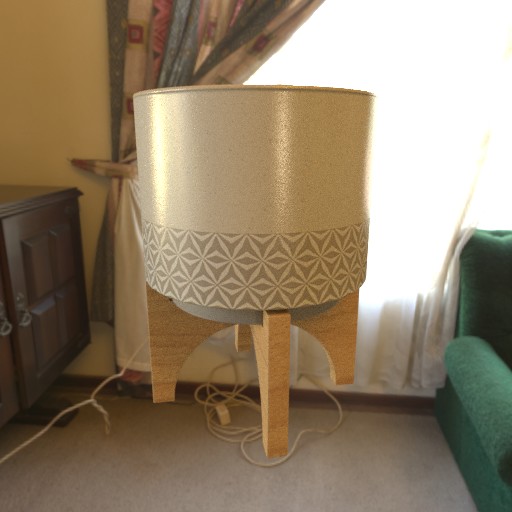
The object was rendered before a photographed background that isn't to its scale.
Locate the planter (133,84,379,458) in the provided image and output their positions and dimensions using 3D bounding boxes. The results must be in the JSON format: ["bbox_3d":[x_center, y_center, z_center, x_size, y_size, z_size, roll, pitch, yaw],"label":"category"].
[{"bbox_3d":[0.000,0.000,0.508,0.249,0.343,0.249,0,15,0],"label":"planter"}]
